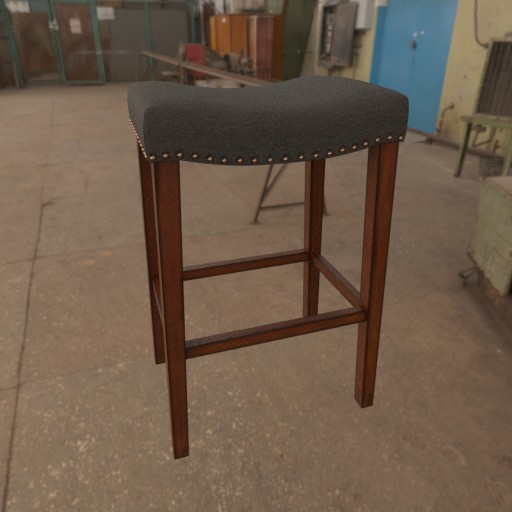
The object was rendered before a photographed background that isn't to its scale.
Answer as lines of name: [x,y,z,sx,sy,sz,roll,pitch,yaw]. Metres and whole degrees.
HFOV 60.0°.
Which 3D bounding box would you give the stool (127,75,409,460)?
stool: [0.000,0.000,1.033,0.502,0.760,0.366,-9,28,-16]
